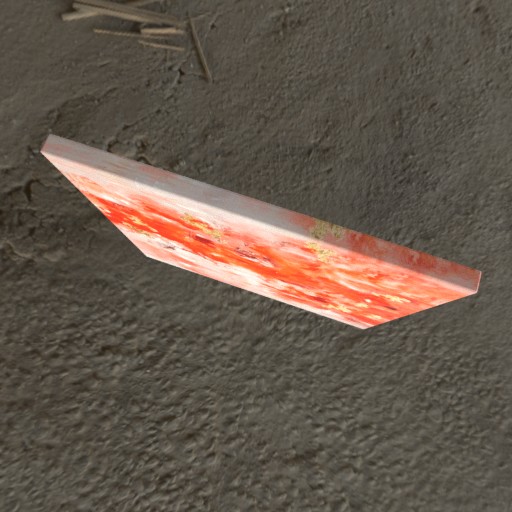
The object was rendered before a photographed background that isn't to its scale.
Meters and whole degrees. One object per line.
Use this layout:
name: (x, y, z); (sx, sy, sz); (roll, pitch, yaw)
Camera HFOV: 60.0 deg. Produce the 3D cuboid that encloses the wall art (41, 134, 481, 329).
wall art: (0.000, 0.000, 1.084); (0.747, 0.746, 0.064); (18, 77, 4)
